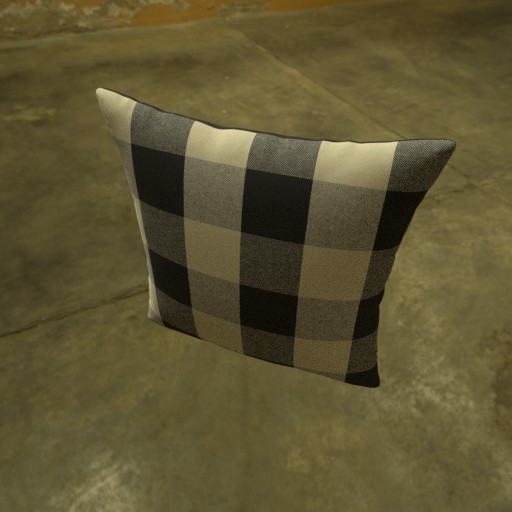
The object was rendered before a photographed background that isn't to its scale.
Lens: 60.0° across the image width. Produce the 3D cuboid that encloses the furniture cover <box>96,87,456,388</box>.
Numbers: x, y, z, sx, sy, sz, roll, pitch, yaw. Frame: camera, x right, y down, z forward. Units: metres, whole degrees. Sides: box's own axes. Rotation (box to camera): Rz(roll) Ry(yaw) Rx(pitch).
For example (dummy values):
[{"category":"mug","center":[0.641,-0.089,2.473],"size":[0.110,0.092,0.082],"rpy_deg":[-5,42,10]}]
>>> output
[{"category":"furniture cover","center":[0.000,0.000,0.758],"size":[0.511,0.509,0.161],"rpy_deg":[14,42,16]}]
